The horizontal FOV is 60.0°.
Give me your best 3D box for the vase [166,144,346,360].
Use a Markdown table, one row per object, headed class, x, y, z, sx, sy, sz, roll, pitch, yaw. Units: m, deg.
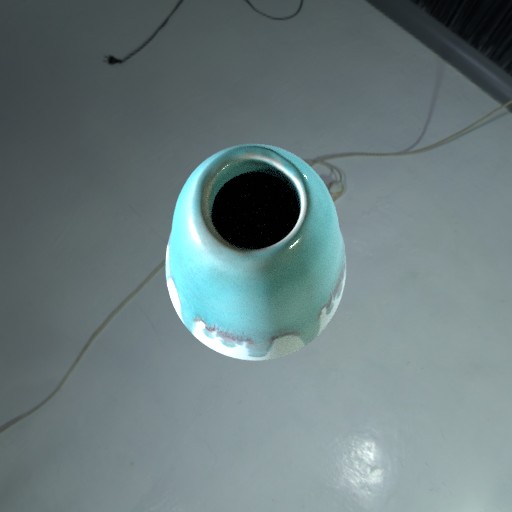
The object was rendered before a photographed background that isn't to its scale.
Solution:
| class | x | y | z | sx | sy | sz | roll | pitch | yaw |
| --- | --- | --- | --- | --- | --- | --- | --- | --- | --- |
| vase | 0.000 | 0.000 | 0.254 | 0.116 | 0.179 | 0.116 | 0 | 76 | 0 |
